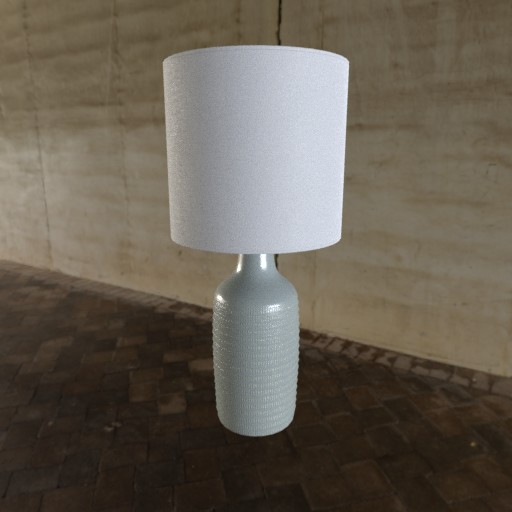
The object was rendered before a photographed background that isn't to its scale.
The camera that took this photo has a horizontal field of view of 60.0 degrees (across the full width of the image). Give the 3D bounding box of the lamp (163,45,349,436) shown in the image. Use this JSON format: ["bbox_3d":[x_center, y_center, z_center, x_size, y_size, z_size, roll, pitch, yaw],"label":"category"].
[{"bbox_3d":[0.000,0.000,0.593,0.220,0.475,0.220,-7,15,-25],"label":"lamp"}]
